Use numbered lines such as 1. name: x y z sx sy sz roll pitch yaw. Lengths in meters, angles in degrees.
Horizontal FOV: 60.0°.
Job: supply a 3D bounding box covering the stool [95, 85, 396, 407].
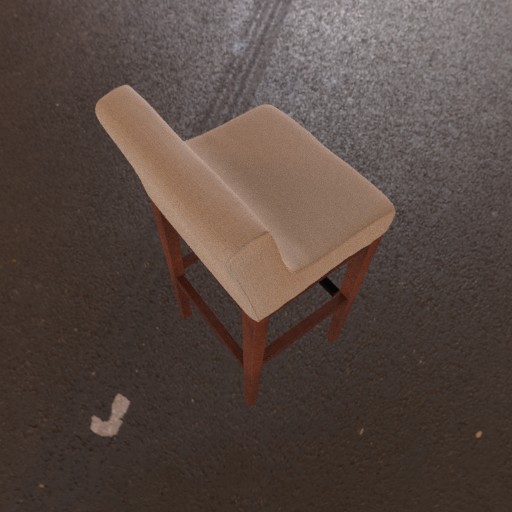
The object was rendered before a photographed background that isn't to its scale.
1. stool: 0.000 0.000 1.316 0.500 1.037 0.511 -32 62 -20
